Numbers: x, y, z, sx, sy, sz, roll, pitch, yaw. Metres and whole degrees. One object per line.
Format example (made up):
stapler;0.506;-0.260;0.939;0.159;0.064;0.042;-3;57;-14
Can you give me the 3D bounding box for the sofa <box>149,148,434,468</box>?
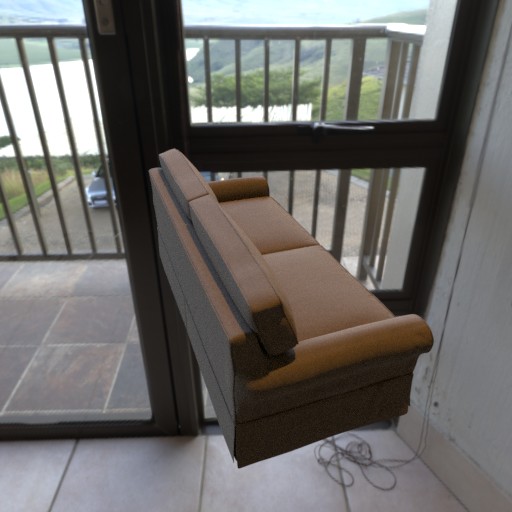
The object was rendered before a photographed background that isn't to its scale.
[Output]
sofa;0.000;0.000;2.827;0.991;0.943;2.248;-10;31;-17
